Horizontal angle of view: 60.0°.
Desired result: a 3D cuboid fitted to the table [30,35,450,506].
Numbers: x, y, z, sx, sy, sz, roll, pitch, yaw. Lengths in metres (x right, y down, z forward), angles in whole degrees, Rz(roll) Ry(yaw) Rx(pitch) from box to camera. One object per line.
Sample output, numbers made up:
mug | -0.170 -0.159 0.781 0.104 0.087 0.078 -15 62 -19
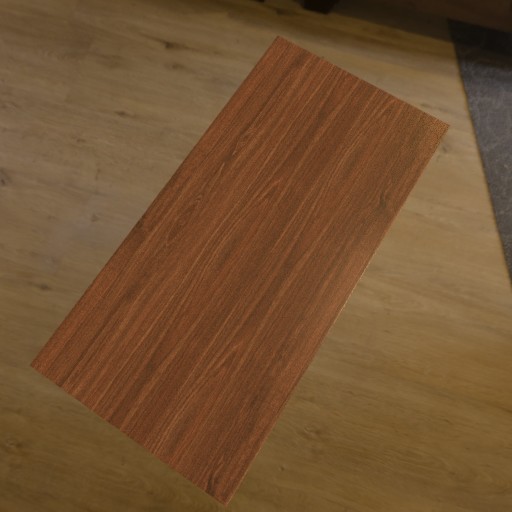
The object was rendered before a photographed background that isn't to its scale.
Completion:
table | 0.000 0.000 1.412 0.600 0.400 1.200 32 77 8
